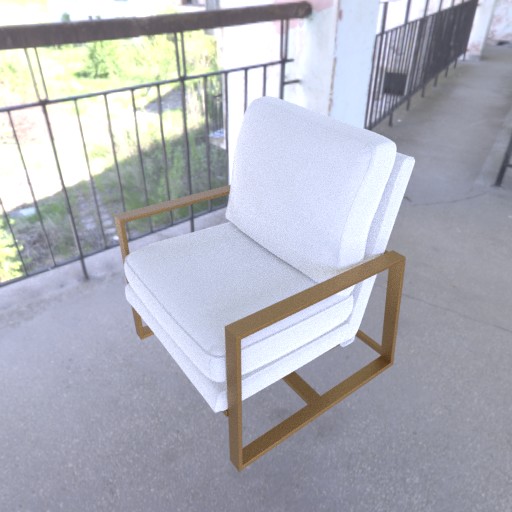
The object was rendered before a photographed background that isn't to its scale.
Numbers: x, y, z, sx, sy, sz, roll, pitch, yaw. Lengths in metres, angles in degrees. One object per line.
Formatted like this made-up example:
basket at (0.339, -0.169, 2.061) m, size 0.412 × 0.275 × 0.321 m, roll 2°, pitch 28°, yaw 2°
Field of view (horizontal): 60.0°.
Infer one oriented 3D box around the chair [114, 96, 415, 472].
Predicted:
chair at (0.000, 0.000, 1.619) m, size 0.813 × 0.966 × 0.805 m, roll -23°, pitch 40°, yaw -30°
